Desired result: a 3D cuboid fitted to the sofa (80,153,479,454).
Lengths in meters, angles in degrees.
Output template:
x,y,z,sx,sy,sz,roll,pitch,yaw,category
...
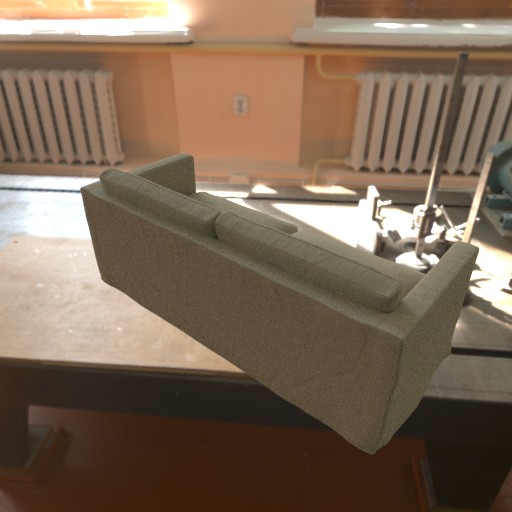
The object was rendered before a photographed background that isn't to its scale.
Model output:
x,y,z,sx,sy,sz,roll,pitch,yaw,category
0.000,0.000,2.737,2.296,0.847,0.956,24,39,33,sofa
